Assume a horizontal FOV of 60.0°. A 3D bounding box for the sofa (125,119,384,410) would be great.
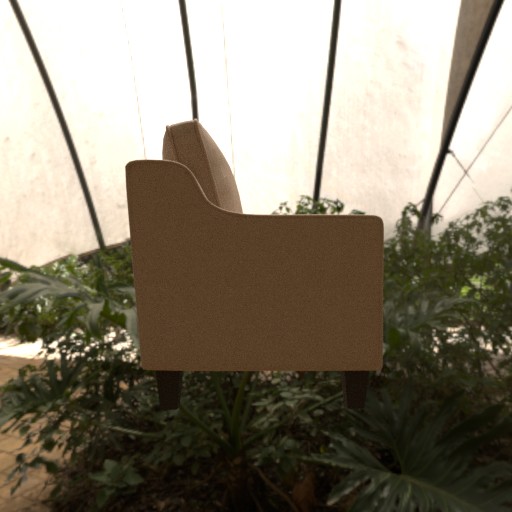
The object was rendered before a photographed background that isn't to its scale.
[{"bbox_3d":[0.000,0.000,3.491,1.351,1.562,2.587,0,0,-1],"label":"sofa"}]
